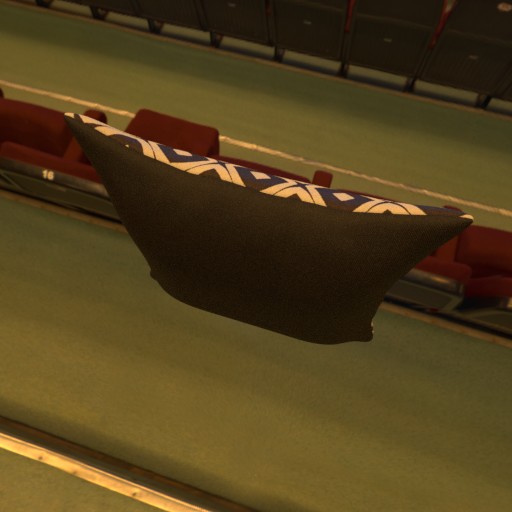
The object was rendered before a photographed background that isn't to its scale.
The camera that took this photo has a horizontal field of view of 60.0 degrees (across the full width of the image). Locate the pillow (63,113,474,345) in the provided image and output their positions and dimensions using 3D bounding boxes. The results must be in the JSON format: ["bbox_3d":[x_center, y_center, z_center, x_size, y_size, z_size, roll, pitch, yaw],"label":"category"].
[{"bbox_3d":[0.000,0.000,0.739,0.504,0.494,0.188,16,65,8],"label":"pillow"}]
